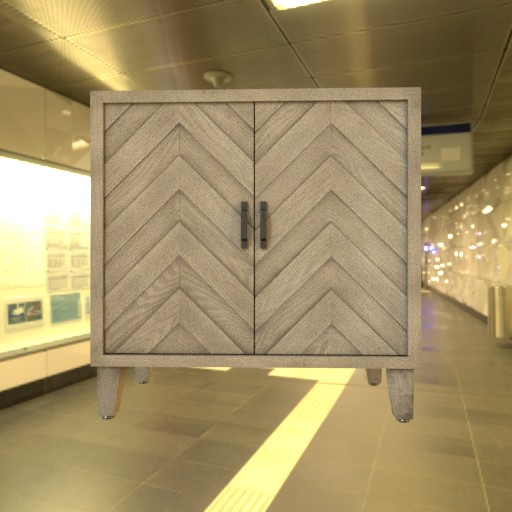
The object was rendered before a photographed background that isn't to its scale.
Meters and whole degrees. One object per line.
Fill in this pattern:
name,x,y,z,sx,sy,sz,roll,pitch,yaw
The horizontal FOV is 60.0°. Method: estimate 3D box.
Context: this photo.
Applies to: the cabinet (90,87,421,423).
cabinet,0.000,0.000,1.218,0.781,0.787,0.370,0,0,2
